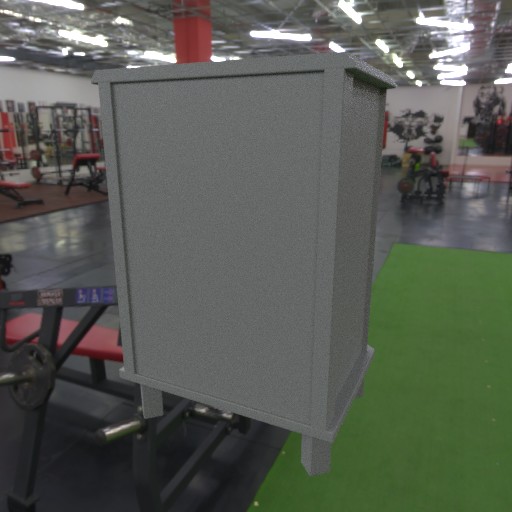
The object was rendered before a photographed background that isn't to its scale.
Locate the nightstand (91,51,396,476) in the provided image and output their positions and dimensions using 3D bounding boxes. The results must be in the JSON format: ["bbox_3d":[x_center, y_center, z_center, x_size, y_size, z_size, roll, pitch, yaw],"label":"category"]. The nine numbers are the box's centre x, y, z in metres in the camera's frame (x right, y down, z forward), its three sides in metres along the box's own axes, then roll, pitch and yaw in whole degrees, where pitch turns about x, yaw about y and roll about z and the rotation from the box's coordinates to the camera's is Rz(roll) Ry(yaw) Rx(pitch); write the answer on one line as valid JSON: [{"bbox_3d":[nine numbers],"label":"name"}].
[{"bbox_3d":[0.000,0.000,0.893,0.450,0.680,0.350,8,18,25],"label":"nightstand"}]
